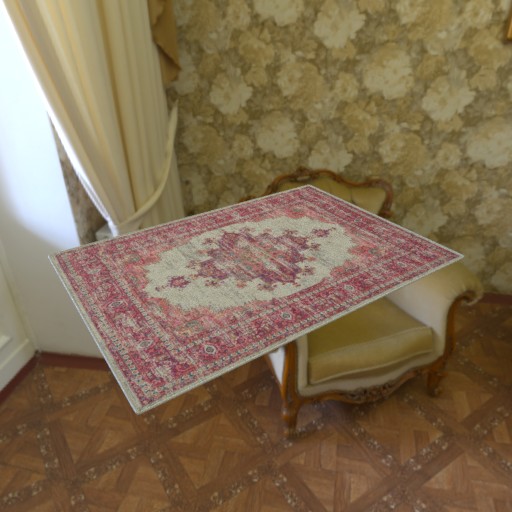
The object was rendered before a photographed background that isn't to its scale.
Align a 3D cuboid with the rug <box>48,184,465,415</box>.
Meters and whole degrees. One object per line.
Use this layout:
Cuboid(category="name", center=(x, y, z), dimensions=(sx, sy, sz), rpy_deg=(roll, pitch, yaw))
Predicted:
Cuboid(category="rug", center=(0.000, 0.000, 3.714), dimensions=(2.878, 0.014, 2.005), rpy_deg=(-19, 35, -29))
